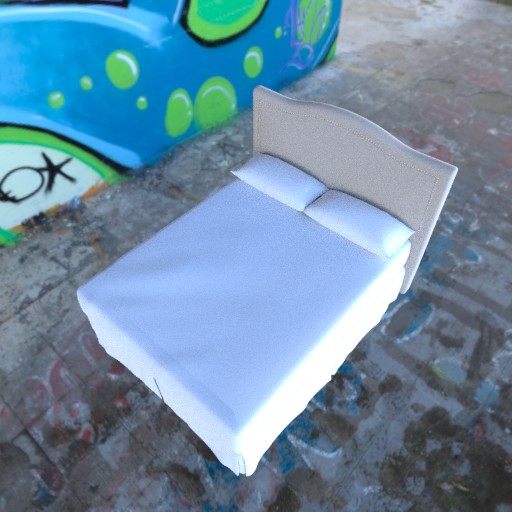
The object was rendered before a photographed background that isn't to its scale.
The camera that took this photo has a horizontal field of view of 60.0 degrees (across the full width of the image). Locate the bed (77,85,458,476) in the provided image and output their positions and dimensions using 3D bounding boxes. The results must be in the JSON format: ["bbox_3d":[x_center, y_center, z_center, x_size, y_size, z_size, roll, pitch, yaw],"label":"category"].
[{"bbox_3d":[0.000,0.000,3.119,1.678,1.398,2.052,33,55,26],"label":"bed"}]
